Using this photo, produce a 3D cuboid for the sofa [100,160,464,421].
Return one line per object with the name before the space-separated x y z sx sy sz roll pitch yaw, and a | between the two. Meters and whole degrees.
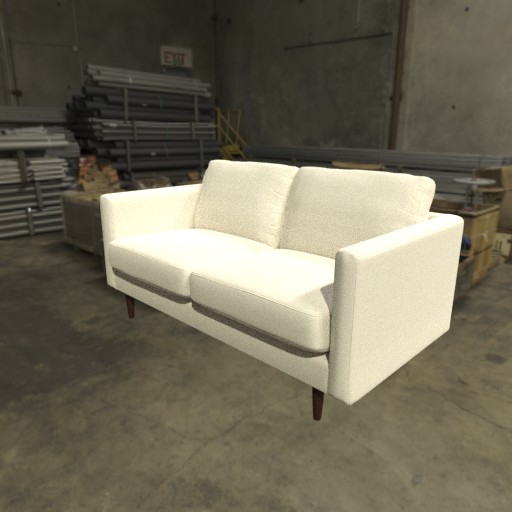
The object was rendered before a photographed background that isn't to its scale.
sofa | 0.000 0.000 2.300 1.713 0.893 0.940 15 22 42
